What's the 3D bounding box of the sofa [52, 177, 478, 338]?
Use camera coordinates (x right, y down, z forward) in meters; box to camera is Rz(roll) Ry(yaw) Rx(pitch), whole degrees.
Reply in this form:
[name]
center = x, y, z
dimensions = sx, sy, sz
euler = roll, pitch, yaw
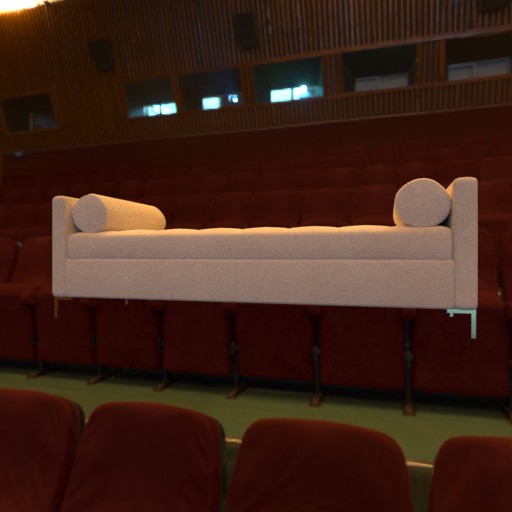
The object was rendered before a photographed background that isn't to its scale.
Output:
[sofa]
center = 0.000, 0.000, 2.305
dimensions = 1.981, 0.635, 0.686
euler = 0, 0, 17
